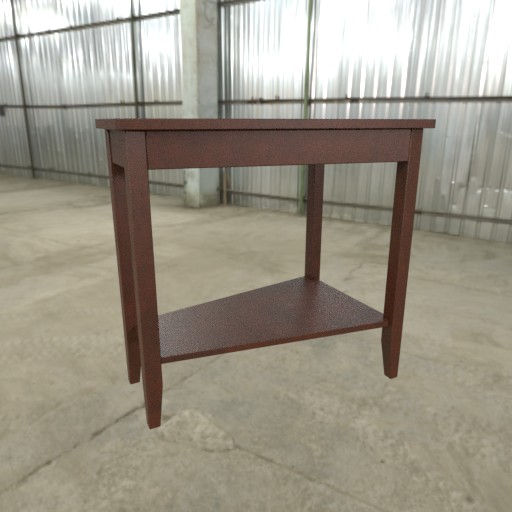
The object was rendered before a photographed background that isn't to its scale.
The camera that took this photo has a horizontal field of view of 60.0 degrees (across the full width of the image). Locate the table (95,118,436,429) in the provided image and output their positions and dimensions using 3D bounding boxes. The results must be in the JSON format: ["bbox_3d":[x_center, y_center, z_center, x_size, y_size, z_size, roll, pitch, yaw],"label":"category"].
[{"bbox_3d":[0.000,0.000,0.999,0.605,0.589,0.399,-8,19,-26],"label":"table"}]
